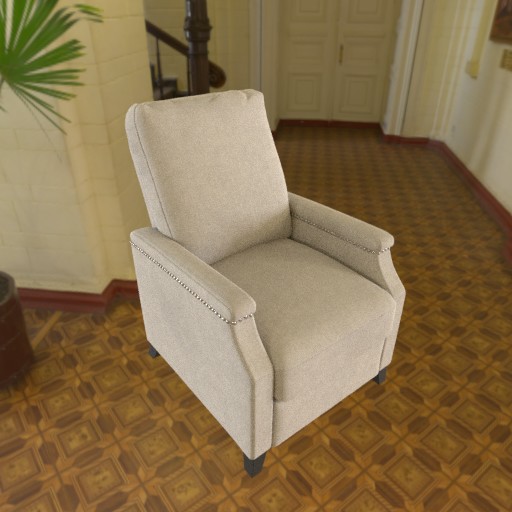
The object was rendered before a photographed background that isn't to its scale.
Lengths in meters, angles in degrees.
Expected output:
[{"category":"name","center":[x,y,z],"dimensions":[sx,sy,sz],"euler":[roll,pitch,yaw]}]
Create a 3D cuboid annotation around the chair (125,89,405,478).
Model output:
[{"category":"chair","center":[0.000,0.000,1.642],"dimensions":[0.710,1.049,0.922],"euler":[-22,37,-32]}]
